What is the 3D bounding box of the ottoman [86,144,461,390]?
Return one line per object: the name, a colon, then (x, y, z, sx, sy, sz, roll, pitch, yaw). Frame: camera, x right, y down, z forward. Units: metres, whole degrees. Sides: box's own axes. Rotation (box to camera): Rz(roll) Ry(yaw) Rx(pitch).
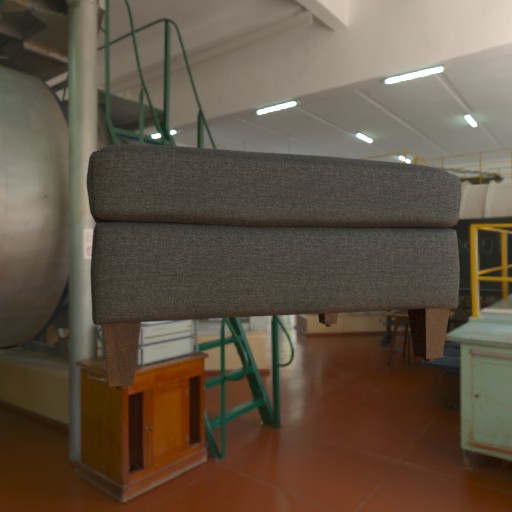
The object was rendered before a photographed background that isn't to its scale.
ottoman: (0.000, 0.000, 1.191, 0.826, 0.496, 0.639, 0, 1, -18)
